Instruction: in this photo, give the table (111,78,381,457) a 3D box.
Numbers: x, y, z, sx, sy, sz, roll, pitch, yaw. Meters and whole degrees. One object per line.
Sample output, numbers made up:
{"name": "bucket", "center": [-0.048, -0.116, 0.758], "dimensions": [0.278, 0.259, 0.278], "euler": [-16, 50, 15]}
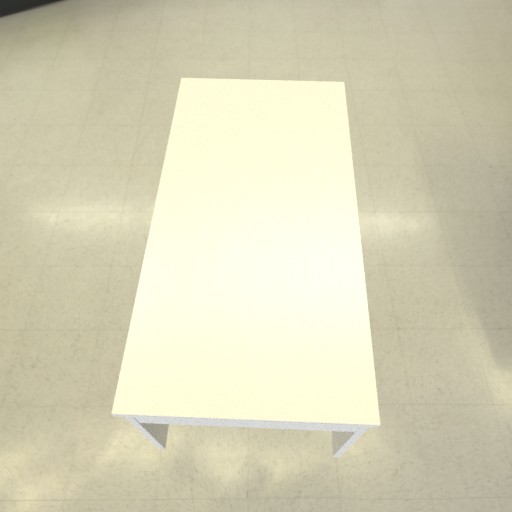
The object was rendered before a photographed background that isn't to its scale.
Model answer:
{"name": "table", "center": [0.000, 0.000, 1.273], "dimensions": [0.500, 0.440, 1.000], "euler": [2, 58, 1]}
